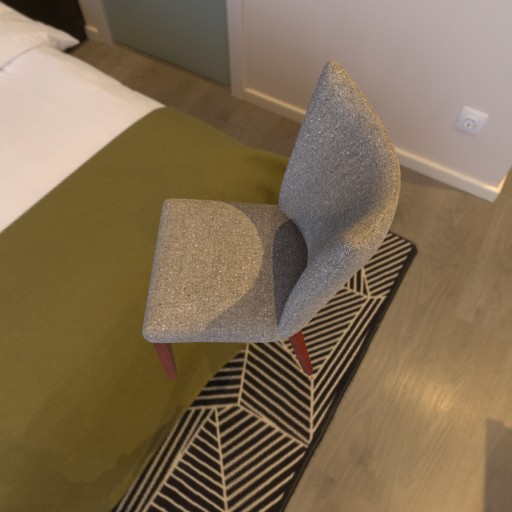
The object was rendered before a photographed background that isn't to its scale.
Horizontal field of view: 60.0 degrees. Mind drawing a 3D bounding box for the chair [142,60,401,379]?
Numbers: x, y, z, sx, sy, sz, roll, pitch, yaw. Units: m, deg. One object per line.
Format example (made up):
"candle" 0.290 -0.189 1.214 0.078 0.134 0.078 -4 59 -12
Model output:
"chair" 0.000 0.000 1.296 0.623 0.924 0.535 1 58 1
